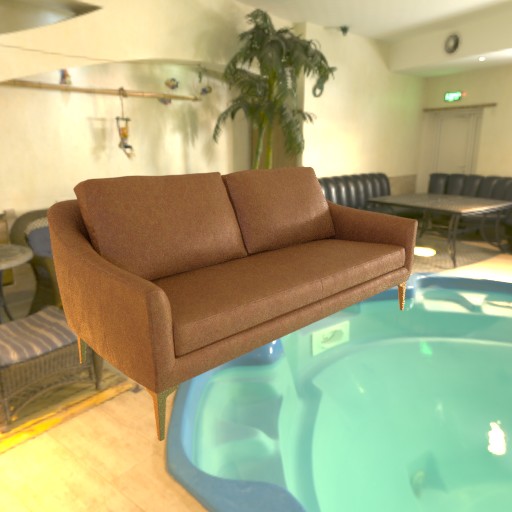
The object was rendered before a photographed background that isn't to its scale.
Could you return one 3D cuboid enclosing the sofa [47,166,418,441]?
[{"bbox_3d":[0.000,0.000,2.550,2.036,0.945,0.981,-14,20,-43],"label":"sofa"}]
